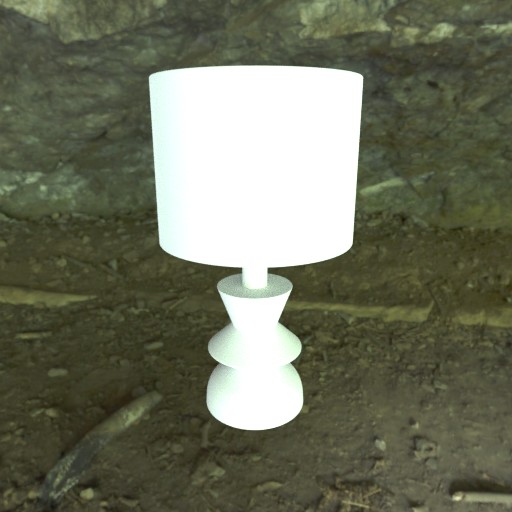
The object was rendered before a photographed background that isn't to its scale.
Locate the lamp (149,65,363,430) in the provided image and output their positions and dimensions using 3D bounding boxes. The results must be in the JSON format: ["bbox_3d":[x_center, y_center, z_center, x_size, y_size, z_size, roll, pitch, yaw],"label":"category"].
[{"bbox_3d":[0.000,0.000,0.715,0.301,0.533,0.301,16,23,42],"label":"lamp"}]
